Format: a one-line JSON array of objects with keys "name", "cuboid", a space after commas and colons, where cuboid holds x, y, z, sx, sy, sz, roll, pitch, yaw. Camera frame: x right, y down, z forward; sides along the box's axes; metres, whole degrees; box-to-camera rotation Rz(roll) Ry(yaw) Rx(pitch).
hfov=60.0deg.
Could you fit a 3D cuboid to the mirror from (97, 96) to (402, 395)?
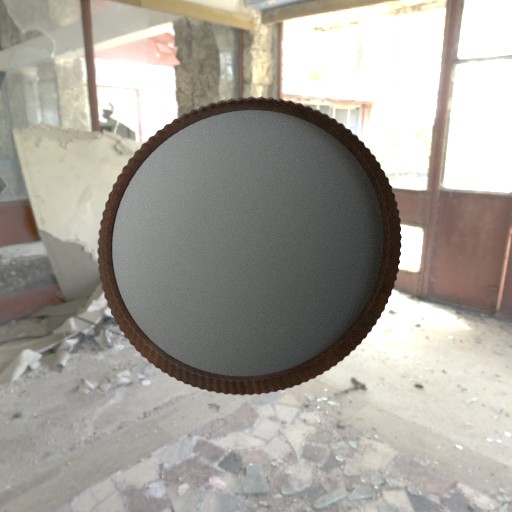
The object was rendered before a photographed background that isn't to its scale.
[{"name": "mirror", "cuboid": [0.000, 0.000, 0.900, 0.609, 0.609, 0.056, -3, 16, -9]}]
